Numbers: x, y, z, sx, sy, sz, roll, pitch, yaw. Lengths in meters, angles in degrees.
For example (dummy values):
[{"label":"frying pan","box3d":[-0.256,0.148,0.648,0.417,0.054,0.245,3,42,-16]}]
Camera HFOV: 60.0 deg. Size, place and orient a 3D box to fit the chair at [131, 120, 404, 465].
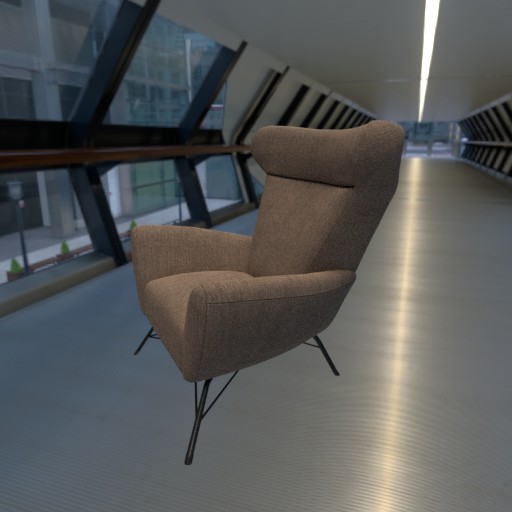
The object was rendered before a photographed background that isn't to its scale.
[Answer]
[{"label":"chair","box3d":[0.000,0.000,1.793,0.900,1.040,0.980,-8,17,-25]}]
